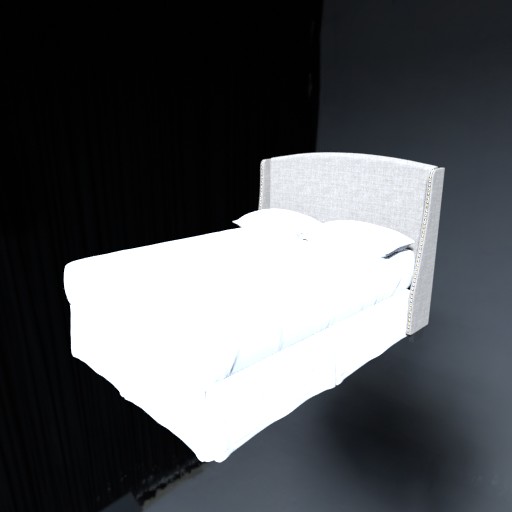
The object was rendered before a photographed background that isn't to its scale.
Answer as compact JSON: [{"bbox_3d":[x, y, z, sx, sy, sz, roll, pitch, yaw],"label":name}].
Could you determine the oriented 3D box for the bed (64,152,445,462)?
[{"bbox_3d":[0.000,0.000,3.234,2.237,1.407,1.710,-15,21,-43],"label":"bed"}]
